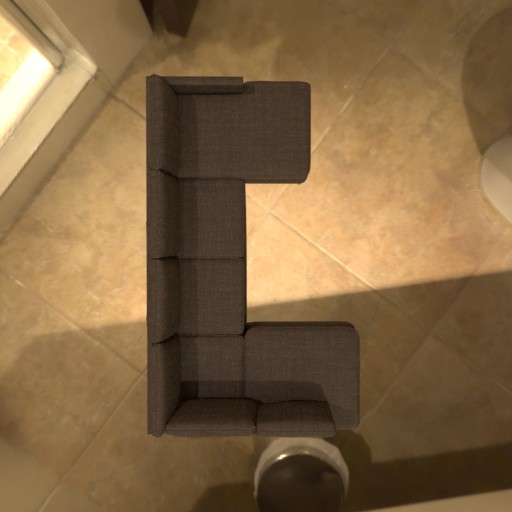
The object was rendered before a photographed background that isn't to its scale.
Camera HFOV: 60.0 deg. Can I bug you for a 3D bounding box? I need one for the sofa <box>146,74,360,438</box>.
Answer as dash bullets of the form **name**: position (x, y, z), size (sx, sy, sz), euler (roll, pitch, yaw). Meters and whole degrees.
- **sofa**: position (0.000, 0.000, 4.368), size (2.048, 0.999, 3.423), euler (0, 91, -1)
